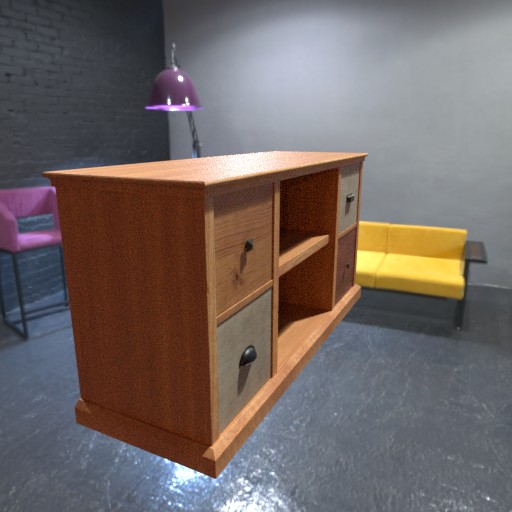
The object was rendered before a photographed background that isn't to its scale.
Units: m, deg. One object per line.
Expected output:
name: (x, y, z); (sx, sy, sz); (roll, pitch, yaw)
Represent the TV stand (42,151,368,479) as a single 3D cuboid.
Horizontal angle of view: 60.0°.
TV stand: (0.000, 0.000, 1.429); (0.417, 0.607, 1.181); (8, 17, 26)
